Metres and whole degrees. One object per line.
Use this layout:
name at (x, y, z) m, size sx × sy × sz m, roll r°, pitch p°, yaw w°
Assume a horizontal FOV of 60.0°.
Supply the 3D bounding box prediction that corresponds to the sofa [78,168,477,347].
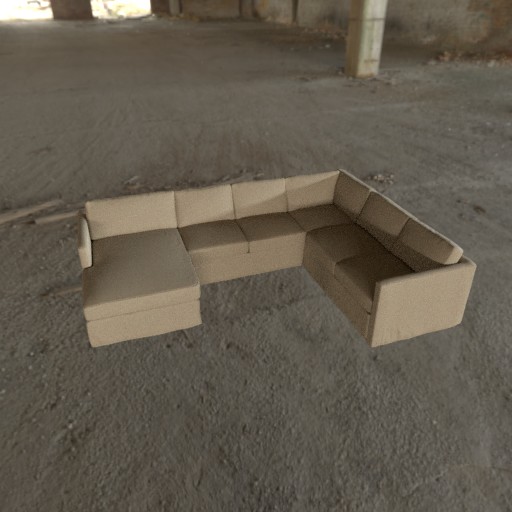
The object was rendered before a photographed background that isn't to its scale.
sofa at (0.000, 0.000, 4.685) m, size 3.528 × 0.878 × 2.476 m, roll -10°, pitch 32°, yaw -16°
